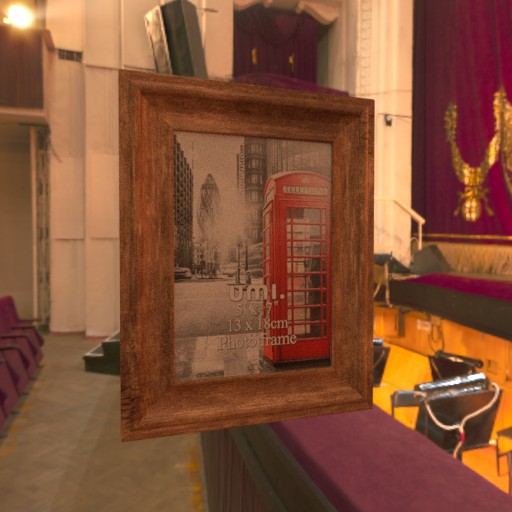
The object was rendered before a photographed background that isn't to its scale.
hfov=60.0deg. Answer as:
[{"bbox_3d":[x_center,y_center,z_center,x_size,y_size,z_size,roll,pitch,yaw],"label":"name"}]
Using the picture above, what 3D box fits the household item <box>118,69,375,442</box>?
[{"bbox_3d":[0.000,0.000,0.317,0.186,0.237,0.018,0,1,-18],"label":"household item"}]
